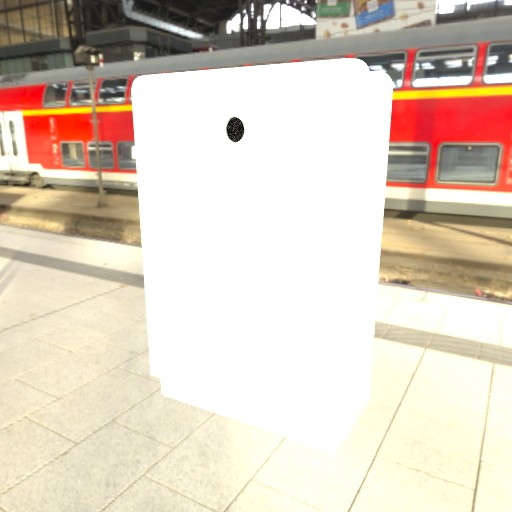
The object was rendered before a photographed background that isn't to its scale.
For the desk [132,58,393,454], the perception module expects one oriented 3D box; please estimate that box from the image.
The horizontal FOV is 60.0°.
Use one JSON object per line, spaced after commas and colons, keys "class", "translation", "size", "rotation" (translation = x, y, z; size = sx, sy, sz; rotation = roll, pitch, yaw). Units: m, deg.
{"class": "desk", "translation": [0.000, 0.000, 1.551], "size": [0.795, 1.190, 0.278], "rotation": [8, 17, 27]}
